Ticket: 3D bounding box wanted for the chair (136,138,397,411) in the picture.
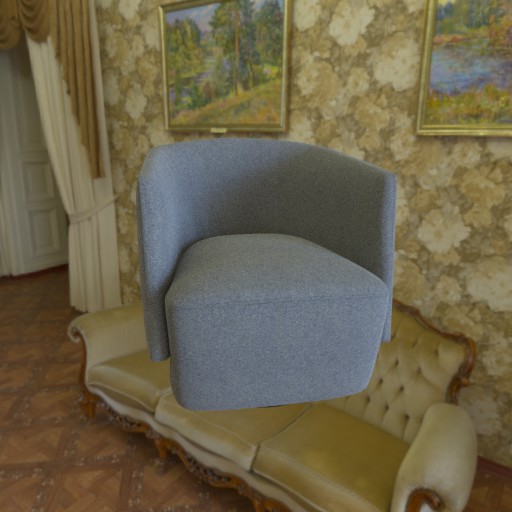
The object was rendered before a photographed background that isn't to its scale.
[{"bbox_3d":[0.000,0.000,1.665,0.822,0.861,0.986,-3,15,-10],"label":"chair"}]
